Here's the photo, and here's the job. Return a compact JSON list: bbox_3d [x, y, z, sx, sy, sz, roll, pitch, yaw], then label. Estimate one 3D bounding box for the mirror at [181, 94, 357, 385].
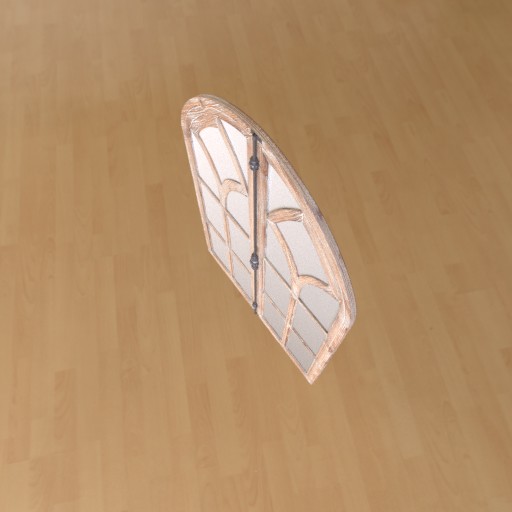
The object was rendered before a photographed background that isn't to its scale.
[{"bbox_3d":[0.000,0.000,1.137,0.032,0.915,0.609,-33,69,-15],"label":"mirror"}]
